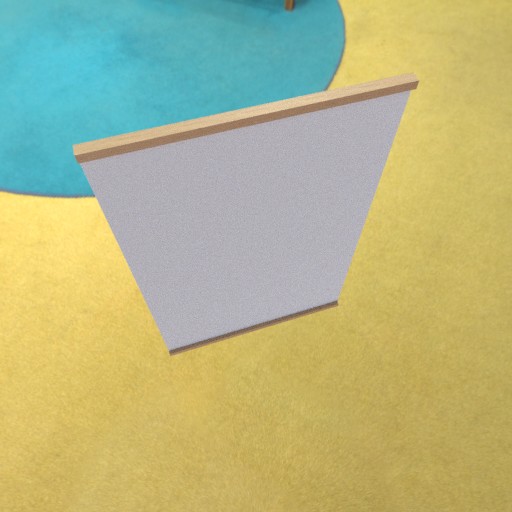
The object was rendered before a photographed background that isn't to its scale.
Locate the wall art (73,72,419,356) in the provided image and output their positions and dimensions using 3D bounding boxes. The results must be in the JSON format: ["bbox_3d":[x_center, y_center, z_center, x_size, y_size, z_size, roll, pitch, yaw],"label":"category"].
[{"bbox_3d":[0.000,0.000,0.755,0.401,0.611,0.016,-15,59,-9],"label":"wall art"}]
